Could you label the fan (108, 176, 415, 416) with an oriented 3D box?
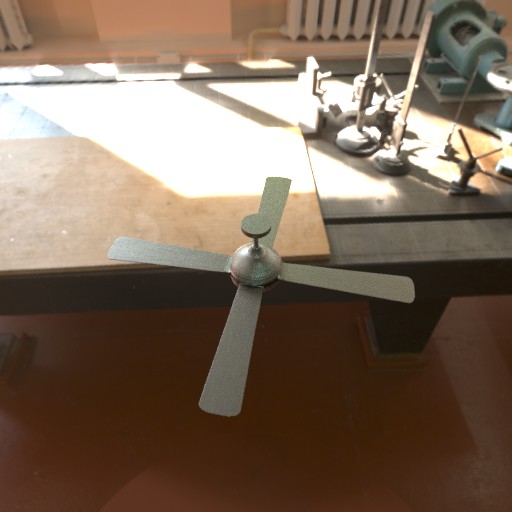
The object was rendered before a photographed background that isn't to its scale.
[{"bbox_3d":[0.000,0.000,1.935,1.321,0.381,1.321,24,51,21],"label":"fan"}]
